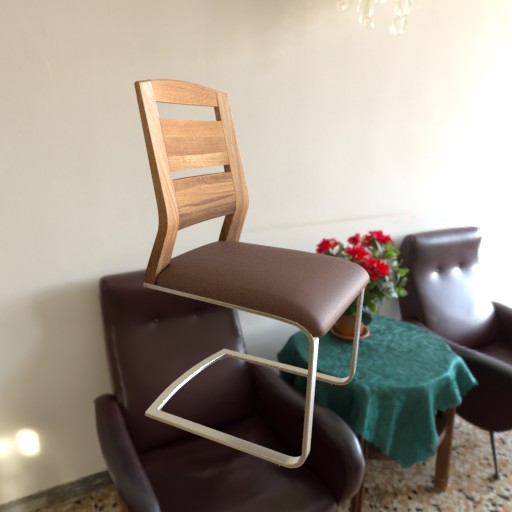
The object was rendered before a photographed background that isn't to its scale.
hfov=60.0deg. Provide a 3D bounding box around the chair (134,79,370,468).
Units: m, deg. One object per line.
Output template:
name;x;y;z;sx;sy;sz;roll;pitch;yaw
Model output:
chair;0.000;0.000;1.280;0.570;0.970;0.460;8;18;26
